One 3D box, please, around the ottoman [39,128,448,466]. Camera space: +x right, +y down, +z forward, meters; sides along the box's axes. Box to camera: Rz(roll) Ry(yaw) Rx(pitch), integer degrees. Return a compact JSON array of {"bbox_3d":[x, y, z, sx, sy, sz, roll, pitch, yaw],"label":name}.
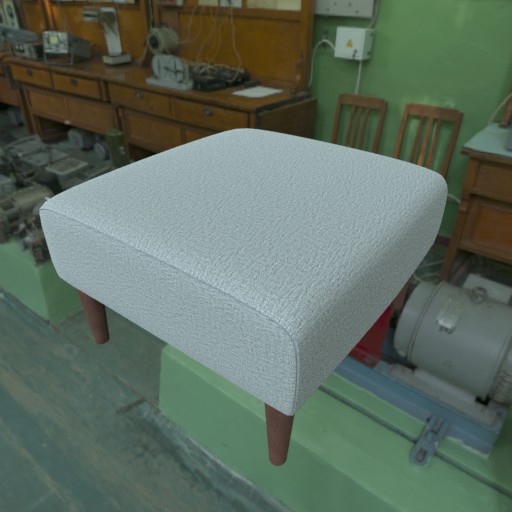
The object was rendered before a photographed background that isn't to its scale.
[{"bbox_3d":[0.000,0.000,1.022,0.649,0.398,0.650,22,38,31],"label":"ottoman"}]
